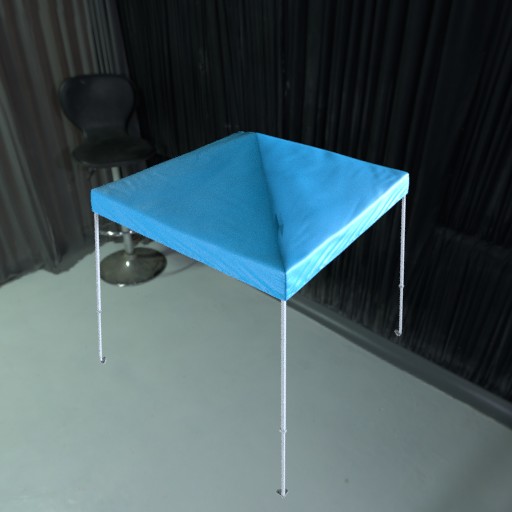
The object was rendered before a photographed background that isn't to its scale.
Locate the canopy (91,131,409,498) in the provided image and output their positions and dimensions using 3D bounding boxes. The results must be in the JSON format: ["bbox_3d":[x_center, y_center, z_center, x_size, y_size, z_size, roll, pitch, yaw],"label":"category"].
[{"bbox_3d":[0.000,0.000,5.072,2.848,2.849,2.849,23,40,31],"label":"canopy"}]
